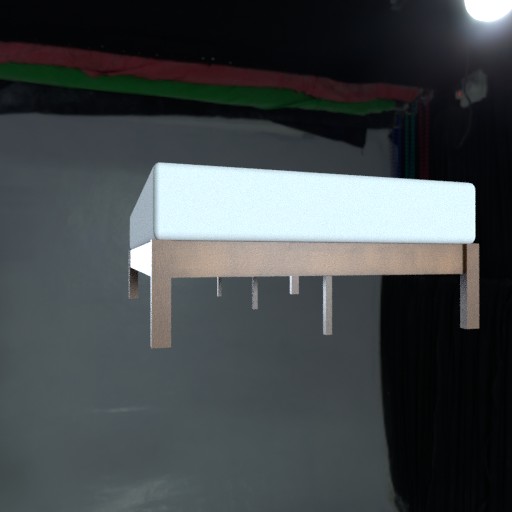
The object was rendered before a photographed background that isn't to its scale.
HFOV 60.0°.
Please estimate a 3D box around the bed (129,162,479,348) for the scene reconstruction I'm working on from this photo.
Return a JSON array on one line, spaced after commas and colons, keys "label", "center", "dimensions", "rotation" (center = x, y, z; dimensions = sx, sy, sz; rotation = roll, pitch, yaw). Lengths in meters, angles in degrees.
[{"label": "bed", "center": [0.000, 0.000, 2.575], "dimensions": [1.348, 0.616, 1.927], "rotation": [0, 0, -18]}]
